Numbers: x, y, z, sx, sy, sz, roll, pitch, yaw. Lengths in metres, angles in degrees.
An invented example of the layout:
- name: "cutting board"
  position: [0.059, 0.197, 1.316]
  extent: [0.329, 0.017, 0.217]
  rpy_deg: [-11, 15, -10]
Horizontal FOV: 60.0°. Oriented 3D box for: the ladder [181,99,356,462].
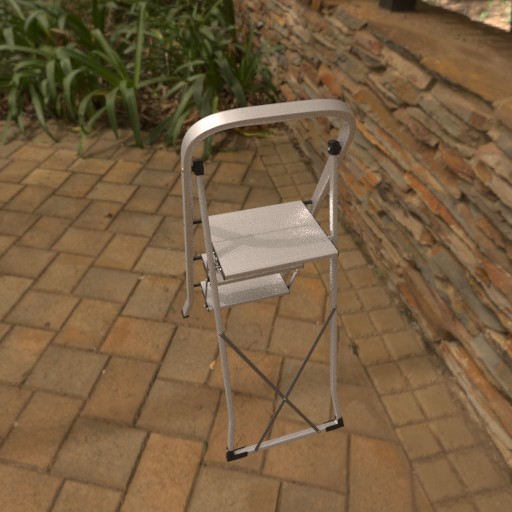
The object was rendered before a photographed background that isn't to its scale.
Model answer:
- name: "ladder"
  position: [0.000, 0.000, 1.389]
  extent: [0.465, 1.070, 0.704]
  rpy_deg: [-11, 41, -13]
